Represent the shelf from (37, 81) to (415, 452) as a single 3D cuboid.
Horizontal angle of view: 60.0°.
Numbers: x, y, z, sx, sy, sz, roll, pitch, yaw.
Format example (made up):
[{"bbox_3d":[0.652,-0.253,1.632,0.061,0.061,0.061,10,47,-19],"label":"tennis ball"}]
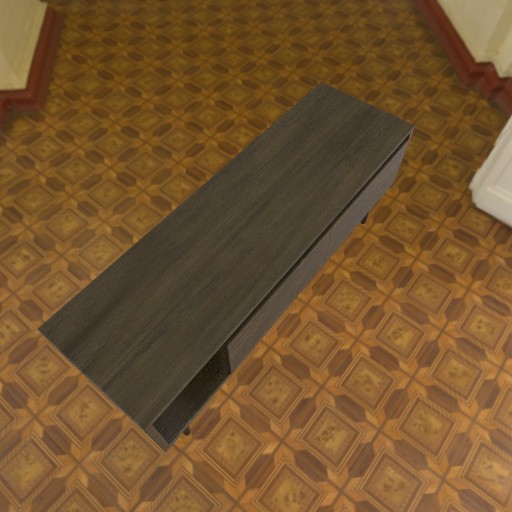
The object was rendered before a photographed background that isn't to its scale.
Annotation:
[{"bbox_3d":[0.000,0.000,1.550,0.400,0.495,1.300,34,63,20],"label":"shelf"}]
